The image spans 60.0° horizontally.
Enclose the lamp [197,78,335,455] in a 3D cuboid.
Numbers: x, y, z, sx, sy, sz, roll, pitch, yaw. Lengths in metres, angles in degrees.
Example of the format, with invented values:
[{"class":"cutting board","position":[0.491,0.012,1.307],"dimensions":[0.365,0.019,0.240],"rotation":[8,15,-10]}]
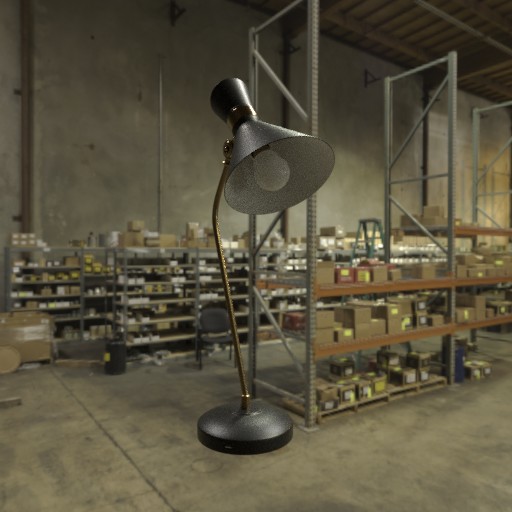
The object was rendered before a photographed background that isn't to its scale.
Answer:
[{"class":"lamp","position":[0.000,0.000,0.775],"dimensions":[0.189,0.647,0.292],"rotation":[-1,1,-36]}]
